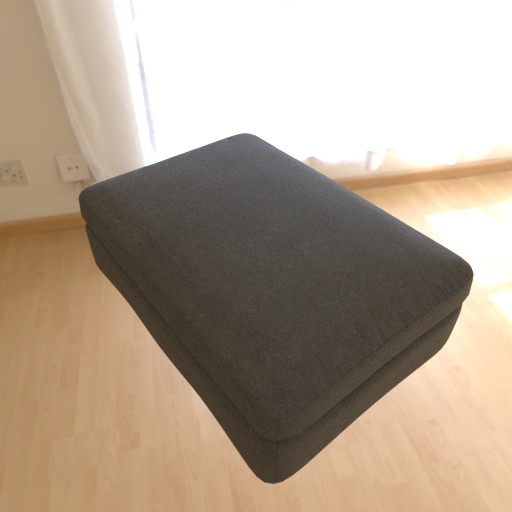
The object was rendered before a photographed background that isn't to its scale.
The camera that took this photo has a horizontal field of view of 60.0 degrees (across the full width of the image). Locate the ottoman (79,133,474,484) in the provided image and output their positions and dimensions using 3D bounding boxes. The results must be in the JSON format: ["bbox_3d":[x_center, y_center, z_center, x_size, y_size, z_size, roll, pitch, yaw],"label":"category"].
[{"bbox_3d":[0.000,0.000,1.577,0.840,0.429,1.199,-27,49,-27],"label":"ottoman"}]
